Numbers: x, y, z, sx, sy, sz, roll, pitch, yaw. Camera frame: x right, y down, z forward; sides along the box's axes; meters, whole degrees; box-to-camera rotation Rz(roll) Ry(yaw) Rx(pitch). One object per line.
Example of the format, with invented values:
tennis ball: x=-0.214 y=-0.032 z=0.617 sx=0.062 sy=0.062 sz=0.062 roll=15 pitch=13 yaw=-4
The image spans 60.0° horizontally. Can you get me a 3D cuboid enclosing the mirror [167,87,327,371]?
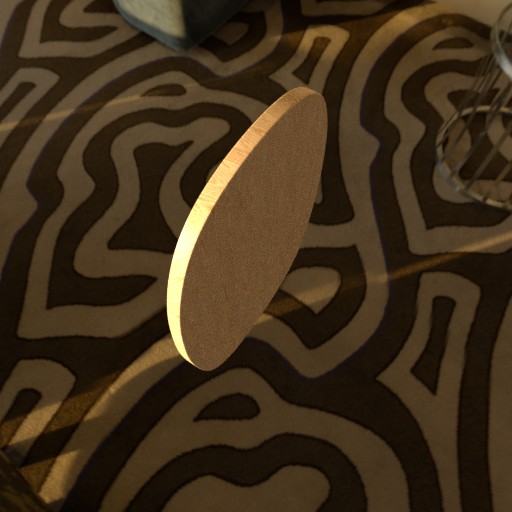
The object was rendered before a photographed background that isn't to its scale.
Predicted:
mirror: x=0.000 y=0.000 z=1.354 sx=0.037 sy=1.075 sz=0.724 roll=31 pitch=67 yaw=14
